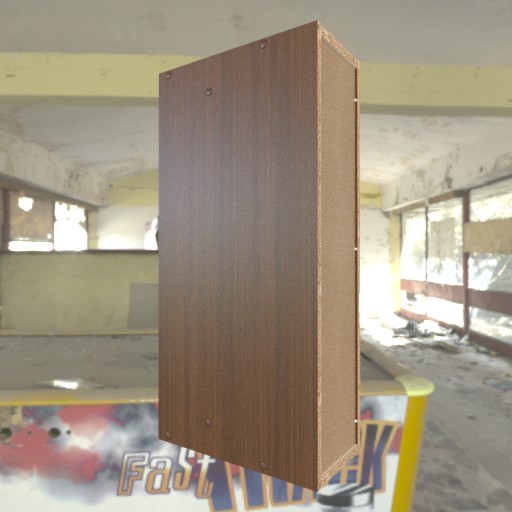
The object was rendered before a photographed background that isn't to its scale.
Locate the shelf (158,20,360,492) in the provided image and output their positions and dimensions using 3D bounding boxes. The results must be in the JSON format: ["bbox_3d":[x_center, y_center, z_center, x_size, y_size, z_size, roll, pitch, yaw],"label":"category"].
[{"bbox_3d":[0.000,0.000,0.705,0.290,0.600,0.147,0,0,35],"label":"shelf"}]
